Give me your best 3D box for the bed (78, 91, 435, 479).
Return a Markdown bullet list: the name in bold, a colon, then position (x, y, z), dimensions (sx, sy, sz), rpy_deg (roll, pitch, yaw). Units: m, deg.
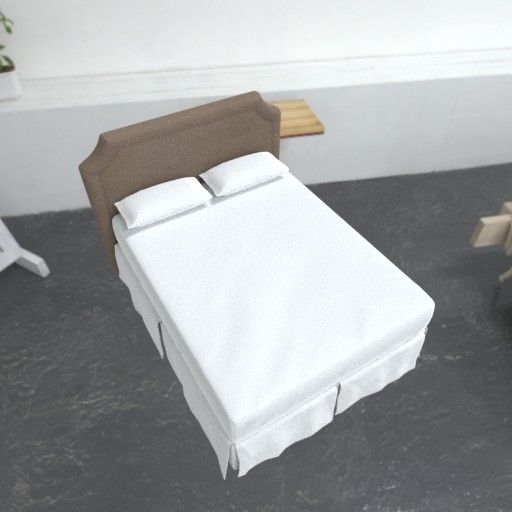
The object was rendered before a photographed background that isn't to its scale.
- **bed**: position (0.000, 0.000, 3.130), dimensions (1.693, 1.290, 2.116), rpy_deg (-24, 50, -21)
